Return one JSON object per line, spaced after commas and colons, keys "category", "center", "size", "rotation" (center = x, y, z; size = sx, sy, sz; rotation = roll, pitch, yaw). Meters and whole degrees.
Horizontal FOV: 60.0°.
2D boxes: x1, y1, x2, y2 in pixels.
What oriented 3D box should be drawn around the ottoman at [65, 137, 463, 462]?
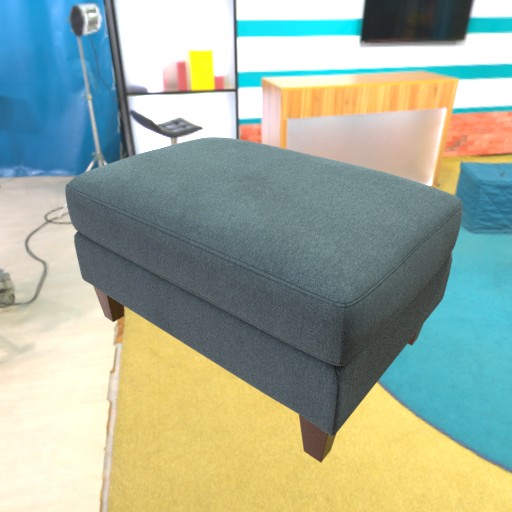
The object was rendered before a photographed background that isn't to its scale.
{"category": "ottoman", "center": [0.000, 0.000, 1.180], "size": [0.864, 0.483, 0.584], "rotation": [22, 37, 34]}
